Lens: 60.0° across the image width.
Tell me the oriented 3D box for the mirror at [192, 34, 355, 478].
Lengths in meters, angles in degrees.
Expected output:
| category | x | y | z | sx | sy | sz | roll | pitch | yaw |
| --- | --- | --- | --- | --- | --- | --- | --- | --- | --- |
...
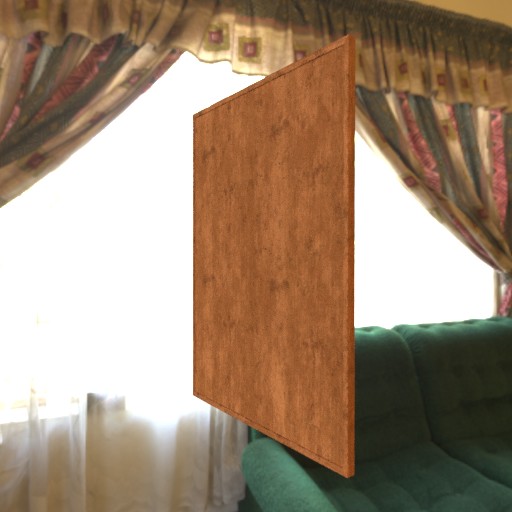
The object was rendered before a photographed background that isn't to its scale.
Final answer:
| category | x | y | z | sx | sy | sz | roll | pitch | yaw |
| --- | --- | --- | --- | --- | --- | --- | --- | --- | --- |
| mirror | 0.000 | 0.000 | 1.421 | 0.028 | 1.099 | 0.796 | 0 | 0 | -37 |
